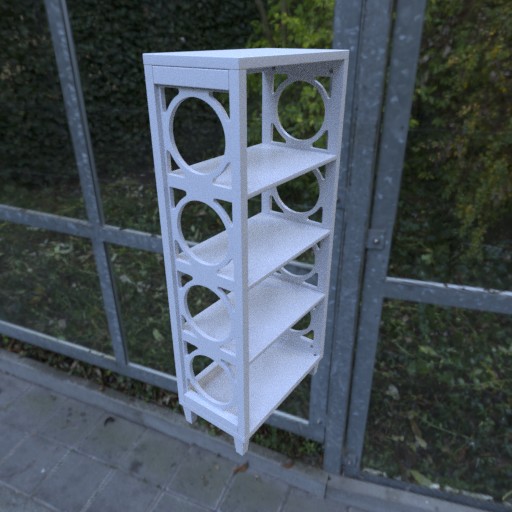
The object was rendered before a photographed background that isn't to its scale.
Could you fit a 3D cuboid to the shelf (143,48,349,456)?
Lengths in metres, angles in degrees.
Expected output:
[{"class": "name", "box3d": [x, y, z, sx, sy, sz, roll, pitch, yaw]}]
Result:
[{"class": "shelf", "box3d": [0.000, 0.000, 1.683, 0.340, 1.411, 0.611, 18, 32, 32]}]
